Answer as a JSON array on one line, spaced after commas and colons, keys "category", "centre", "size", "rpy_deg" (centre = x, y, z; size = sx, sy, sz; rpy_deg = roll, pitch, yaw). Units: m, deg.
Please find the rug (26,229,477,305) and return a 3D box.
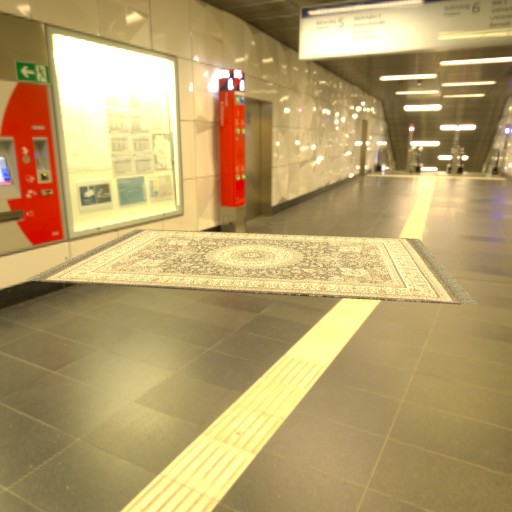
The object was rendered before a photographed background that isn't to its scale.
[{"category": "rug", "centre": [0.000, 0.000, 4.313], "size": [3.422, 0.015, 2.143], "rpy_deg": [2, 15, 9]}]
